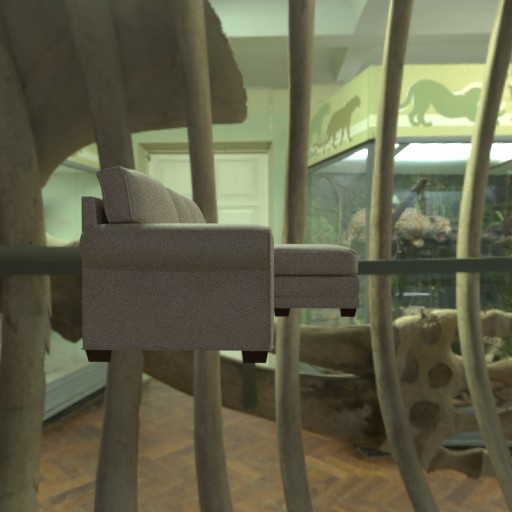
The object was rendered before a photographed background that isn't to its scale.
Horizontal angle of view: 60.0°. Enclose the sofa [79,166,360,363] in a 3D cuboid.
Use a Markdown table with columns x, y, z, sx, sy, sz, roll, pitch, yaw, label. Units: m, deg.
| x | y | z | sx | sy | sz | roll | pitch | yaw | label |
| --- | --- | --- | --- | --- | --- | --- | --- | --- | --- |
| 0.000 | 0.000 | 2.389 | 1.226 | 0.734 | 1.770 | 0 | 2 | 2 | sofa |
